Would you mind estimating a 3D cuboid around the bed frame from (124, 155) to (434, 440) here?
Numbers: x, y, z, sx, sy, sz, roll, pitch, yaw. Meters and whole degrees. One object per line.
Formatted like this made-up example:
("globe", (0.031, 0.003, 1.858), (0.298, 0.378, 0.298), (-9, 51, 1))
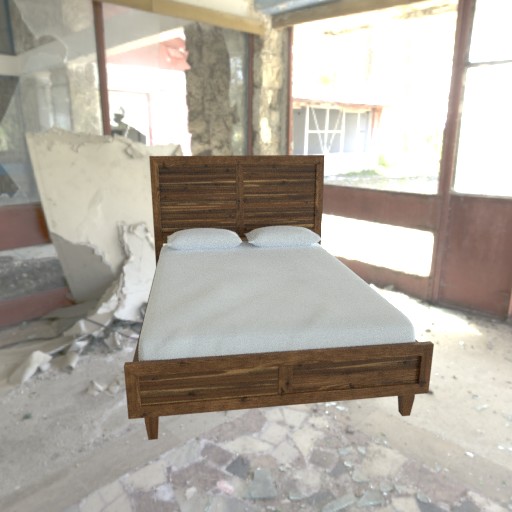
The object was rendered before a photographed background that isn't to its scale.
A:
("bed frame", (0.000, 0.000, 3.403), (1.696, 1.417, 2.276), (-2, 15, -8))
